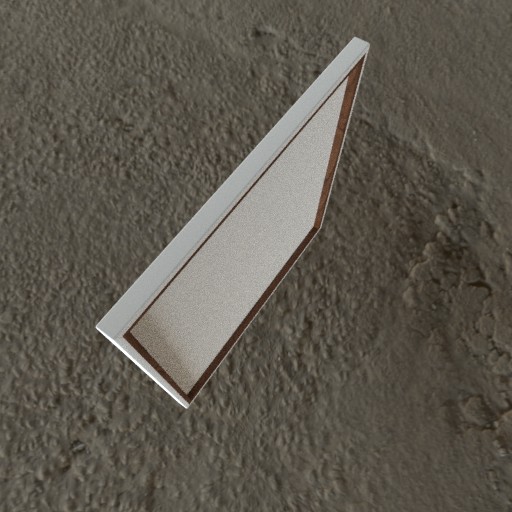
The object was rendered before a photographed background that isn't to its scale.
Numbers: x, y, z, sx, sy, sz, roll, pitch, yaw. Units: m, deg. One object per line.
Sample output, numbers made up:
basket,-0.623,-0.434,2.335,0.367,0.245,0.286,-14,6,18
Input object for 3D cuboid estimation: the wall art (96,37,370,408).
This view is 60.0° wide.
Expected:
wall art,0.000,0.000,1.112,0.037,0.757,0.757,32,68,15
